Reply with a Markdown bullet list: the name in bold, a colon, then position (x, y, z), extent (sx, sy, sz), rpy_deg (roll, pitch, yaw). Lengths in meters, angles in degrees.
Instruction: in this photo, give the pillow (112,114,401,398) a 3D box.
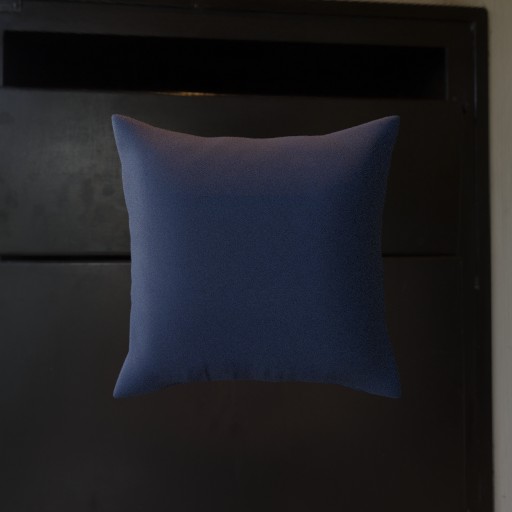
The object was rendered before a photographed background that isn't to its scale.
- **pillow**: position (0.000, 0.000, 0.772), extent (0.504, 0.494, 0.188), rpy_deg (0, -1, 0)
